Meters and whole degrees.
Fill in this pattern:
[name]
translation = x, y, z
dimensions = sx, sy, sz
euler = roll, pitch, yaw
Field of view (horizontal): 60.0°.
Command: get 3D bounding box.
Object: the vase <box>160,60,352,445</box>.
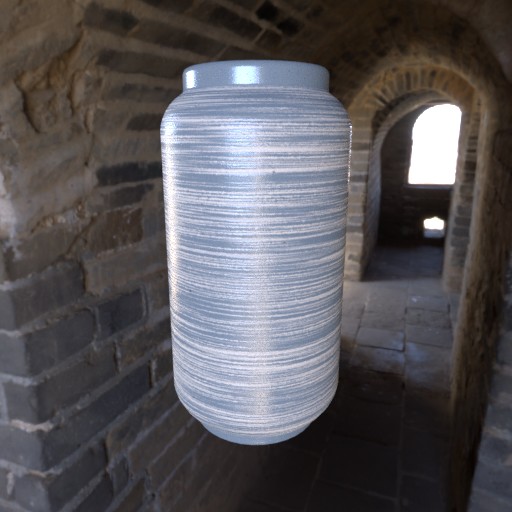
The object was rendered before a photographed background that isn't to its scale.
[vase]
translation = 0.000, 0.000, 0.296
dimensions = 0.116, 0.230, 0.116
euler = 0, 15, 0
